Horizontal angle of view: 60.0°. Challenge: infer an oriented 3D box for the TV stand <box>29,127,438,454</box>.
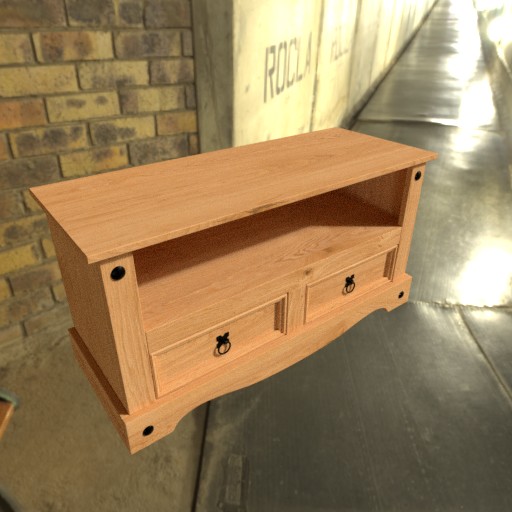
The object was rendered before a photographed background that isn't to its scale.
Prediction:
[{"bbox_3d":[0.000,0.000,1.360,1.080,0.550,0.440,-20,35,-31],"label":"TV stand"}]
